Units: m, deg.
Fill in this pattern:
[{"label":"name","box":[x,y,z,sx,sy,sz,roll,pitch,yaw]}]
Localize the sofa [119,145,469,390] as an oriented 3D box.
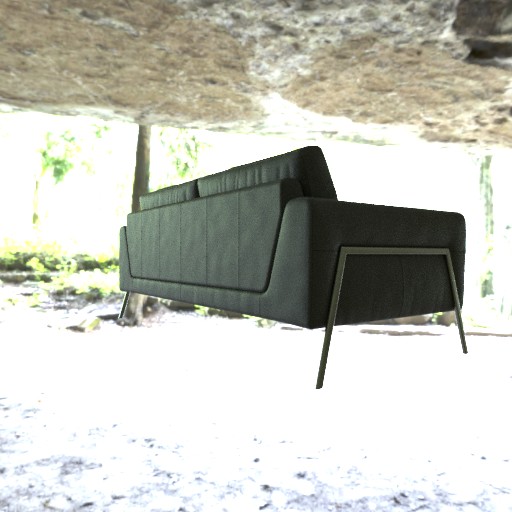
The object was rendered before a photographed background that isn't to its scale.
[{"label":"sofa","box":[0.000,0.000,2.547,0.953,0.875,2.017,0,0,-35]}]
